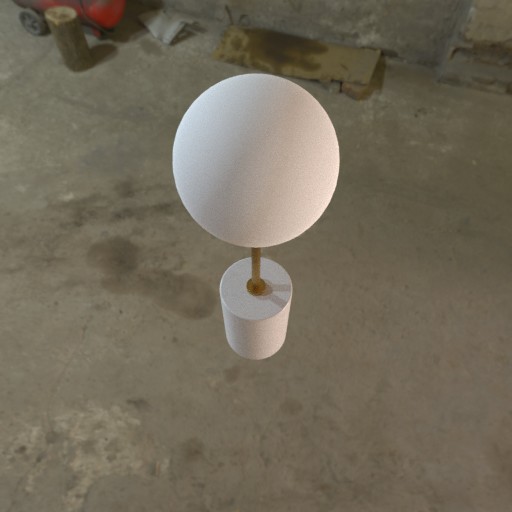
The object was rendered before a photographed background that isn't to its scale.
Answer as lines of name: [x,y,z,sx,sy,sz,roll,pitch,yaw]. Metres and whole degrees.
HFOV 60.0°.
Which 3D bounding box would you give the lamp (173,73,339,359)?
lamp: [0.000,0.000,0.551,0.153,0.480,0.153,0,58,0]
